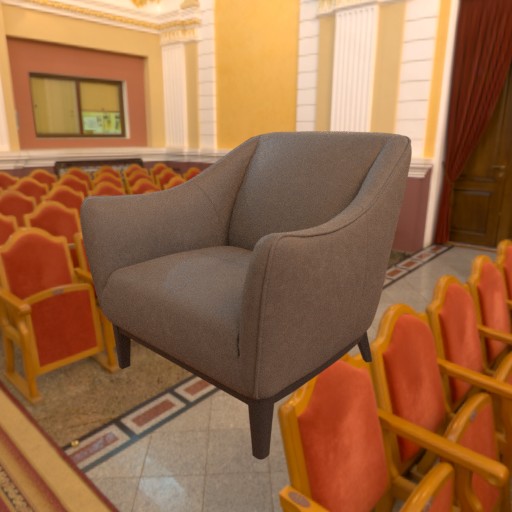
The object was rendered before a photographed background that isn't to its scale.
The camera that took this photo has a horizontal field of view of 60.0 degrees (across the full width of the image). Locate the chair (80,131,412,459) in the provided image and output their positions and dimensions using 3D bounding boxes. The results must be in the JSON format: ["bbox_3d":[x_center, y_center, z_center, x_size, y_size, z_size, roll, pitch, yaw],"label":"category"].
[{"bbox_3d":[0.000,0.000,1.534,0.871,0.830,0.852,14,21,41],"label":"chair"}]
